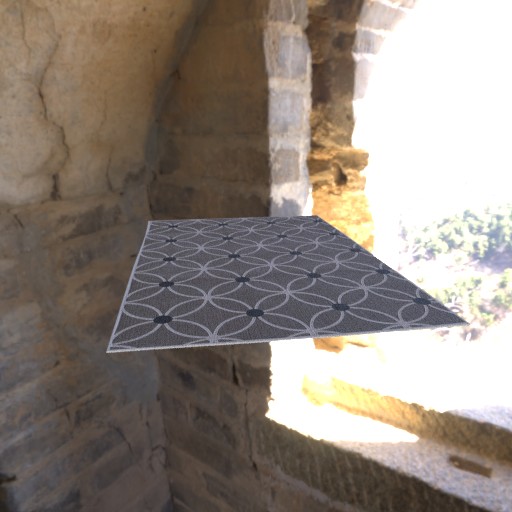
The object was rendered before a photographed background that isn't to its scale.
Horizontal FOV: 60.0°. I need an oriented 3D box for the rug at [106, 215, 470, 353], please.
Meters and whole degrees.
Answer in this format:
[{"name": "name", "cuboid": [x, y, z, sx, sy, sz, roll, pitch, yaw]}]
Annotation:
[{"name": "rug", "cuboid": [0.000, 0.000, 2.865, 1.522, 0.008, 2.284, -3, 17, -9]}]
